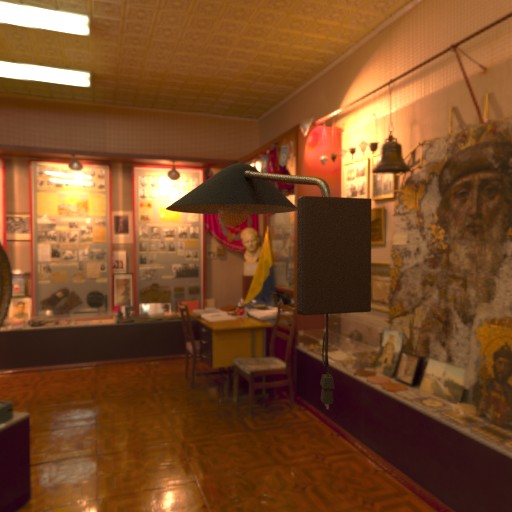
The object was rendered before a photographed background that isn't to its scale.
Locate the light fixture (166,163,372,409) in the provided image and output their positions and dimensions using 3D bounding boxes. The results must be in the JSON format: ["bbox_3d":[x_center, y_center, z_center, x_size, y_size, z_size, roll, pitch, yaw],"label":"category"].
[{"bbox_3d":[0.000,0.000,0.679,0.240,0.312,0.516,0,1,-18],"label":"light fixture"}]
